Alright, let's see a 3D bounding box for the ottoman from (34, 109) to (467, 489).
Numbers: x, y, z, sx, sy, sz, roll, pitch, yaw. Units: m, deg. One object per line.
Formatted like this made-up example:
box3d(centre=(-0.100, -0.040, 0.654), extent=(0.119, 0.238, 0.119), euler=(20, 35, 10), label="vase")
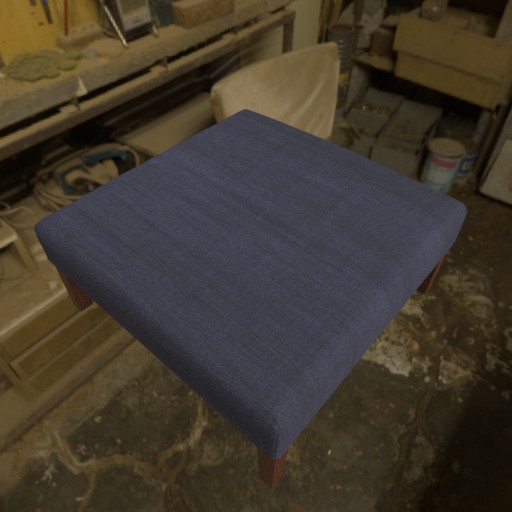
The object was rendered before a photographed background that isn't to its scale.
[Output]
box3d(centre=(0.000, 0.000, 1.375), extent=(0.890, 0.411, 0.889), euler=(32, 54, 27), label="ottoman")
